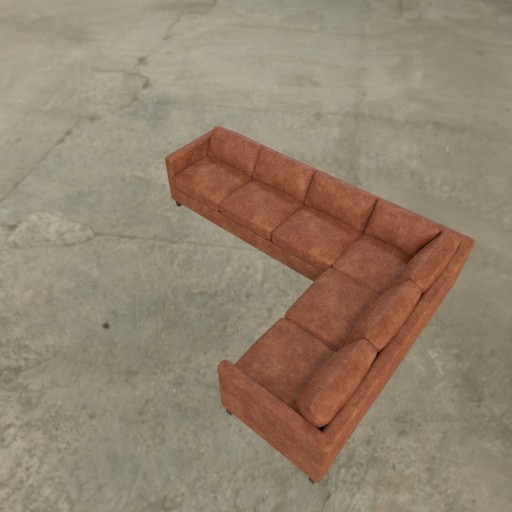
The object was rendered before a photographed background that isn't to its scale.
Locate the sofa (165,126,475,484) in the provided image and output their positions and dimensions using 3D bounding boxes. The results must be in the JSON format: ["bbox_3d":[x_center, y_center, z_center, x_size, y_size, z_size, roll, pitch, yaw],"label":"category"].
[{"bbox_3d":[0.000,0.000,4.221,3.167,0.838,2.438,31,53,26],"label":"sofa"}]
